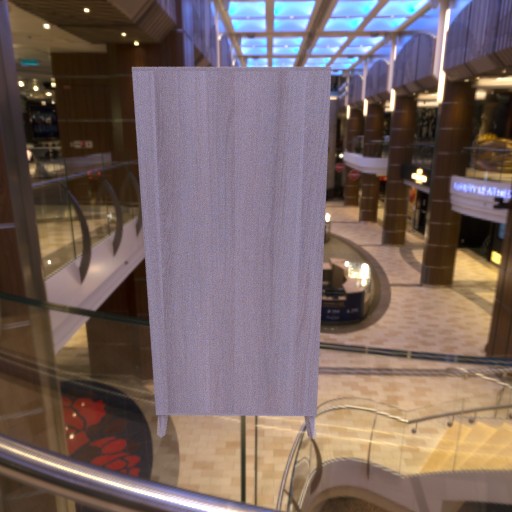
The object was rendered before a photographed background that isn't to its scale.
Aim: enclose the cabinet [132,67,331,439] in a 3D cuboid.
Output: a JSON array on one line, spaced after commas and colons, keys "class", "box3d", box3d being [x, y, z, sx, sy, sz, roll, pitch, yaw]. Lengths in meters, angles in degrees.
[{"class": "cabinet", "box3d": [0.000, 0.000, 2.587, 1.272, 1.957, 0.969, -15, 21, -42]}]
